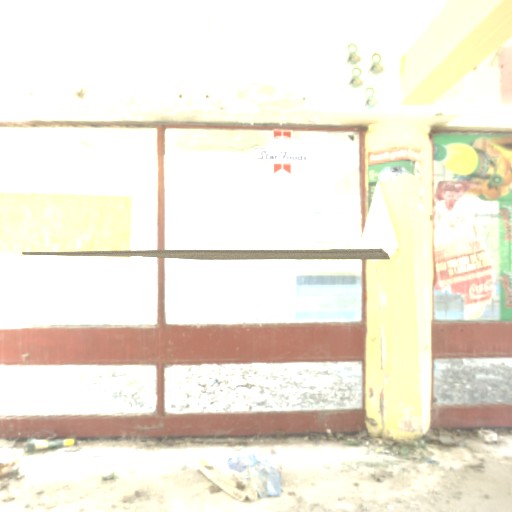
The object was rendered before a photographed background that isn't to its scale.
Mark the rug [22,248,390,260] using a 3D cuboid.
[{"bbox_3d":[0.000,0.000,4.253,2.434,0.045,3.202,0,-1,18],"label":"rug"}]
